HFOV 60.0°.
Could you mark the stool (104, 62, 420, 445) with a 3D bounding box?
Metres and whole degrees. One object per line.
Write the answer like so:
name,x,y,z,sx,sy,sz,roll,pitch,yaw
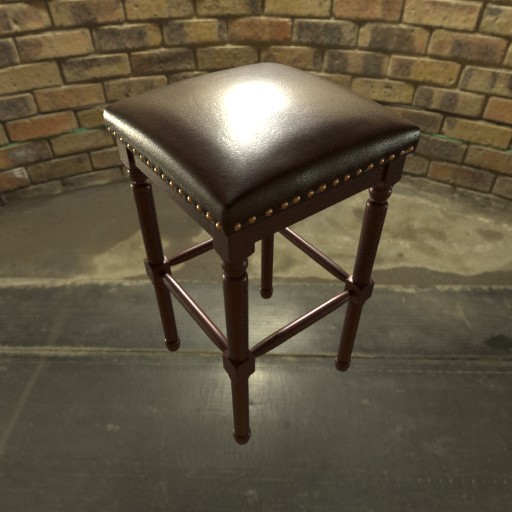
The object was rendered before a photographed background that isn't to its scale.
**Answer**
stool,0.000,0.000,0.929,0.382,0.702,0.383,-26,48,-27
